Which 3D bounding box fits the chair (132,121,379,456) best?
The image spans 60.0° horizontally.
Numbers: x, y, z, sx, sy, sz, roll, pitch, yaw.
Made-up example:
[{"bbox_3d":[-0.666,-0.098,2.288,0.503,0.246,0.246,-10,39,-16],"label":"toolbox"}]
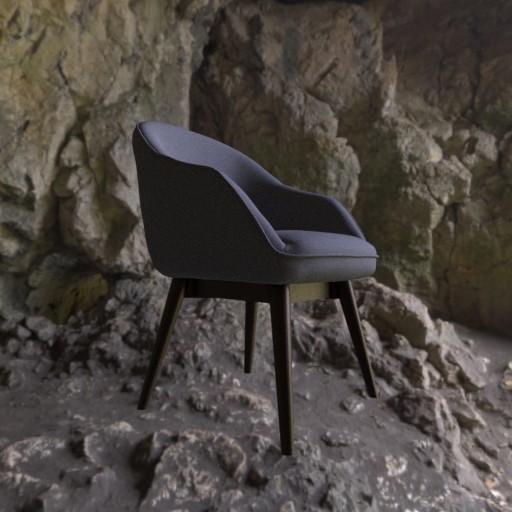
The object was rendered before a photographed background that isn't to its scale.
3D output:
[{"bbox_3d":[0.000,0.000,1.242,0.611,0.810,0.589,0,-1,36],"label":"chair"}]
